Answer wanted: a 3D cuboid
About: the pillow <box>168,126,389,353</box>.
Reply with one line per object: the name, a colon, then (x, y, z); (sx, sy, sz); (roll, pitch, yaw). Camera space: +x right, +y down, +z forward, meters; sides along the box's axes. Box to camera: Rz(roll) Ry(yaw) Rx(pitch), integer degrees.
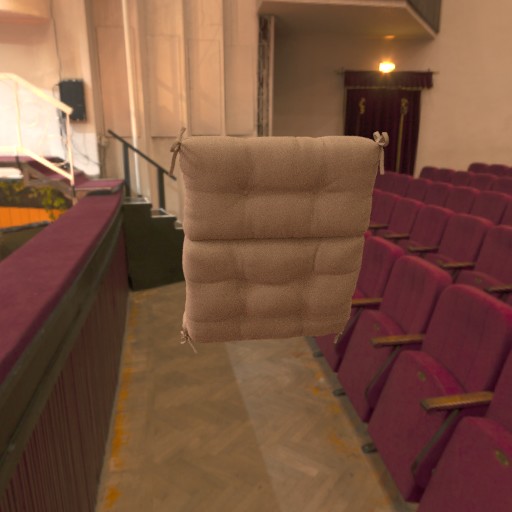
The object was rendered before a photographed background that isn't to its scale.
pillow: (0.000, 0.000, 1.570); (0.526, 0.863, 1.016); (-2, 15, -6)
